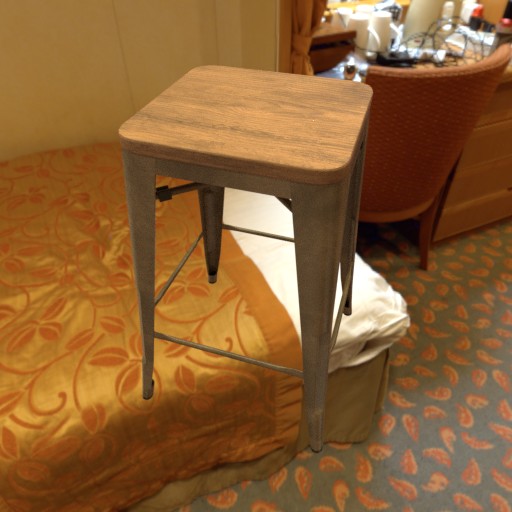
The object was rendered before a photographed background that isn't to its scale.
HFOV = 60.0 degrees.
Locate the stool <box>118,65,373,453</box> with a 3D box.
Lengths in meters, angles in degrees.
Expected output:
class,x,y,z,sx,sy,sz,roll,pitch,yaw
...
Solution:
class,x,y,z,sx,sy,sz,roll,pitch,yaw
stool,0.000,0.000,0.877,0.407,0.607,0.407,12,43,13
